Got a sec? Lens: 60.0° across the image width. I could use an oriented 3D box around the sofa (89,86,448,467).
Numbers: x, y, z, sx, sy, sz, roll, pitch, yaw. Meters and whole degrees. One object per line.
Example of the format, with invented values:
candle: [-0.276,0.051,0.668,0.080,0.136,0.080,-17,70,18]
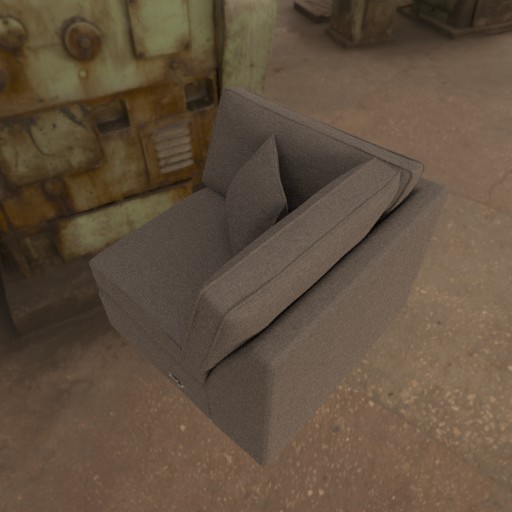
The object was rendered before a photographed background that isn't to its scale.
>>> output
sofa: [0.000,0.000,1.953,1.084,1.002,1.146,33,54,28]
